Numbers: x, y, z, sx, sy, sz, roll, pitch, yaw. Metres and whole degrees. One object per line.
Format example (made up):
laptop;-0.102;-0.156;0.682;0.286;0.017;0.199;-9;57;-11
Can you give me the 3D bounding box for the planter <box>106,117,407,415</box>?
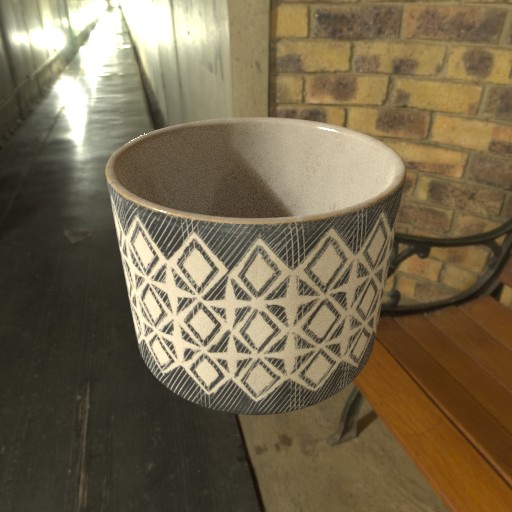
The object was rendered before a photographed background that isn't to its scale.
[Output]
planter;0.000;0.000;0.221;0.126;0.104;0.126;0;32;0
